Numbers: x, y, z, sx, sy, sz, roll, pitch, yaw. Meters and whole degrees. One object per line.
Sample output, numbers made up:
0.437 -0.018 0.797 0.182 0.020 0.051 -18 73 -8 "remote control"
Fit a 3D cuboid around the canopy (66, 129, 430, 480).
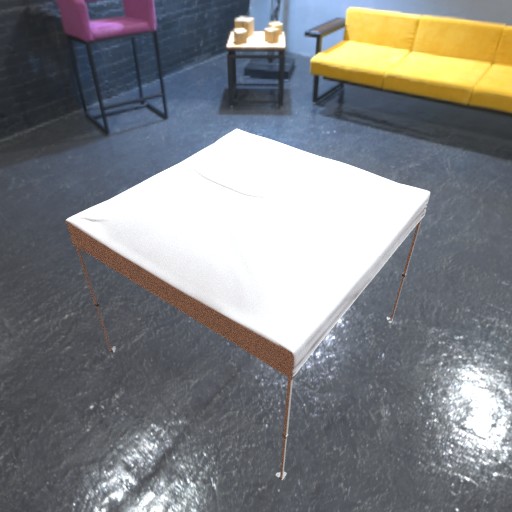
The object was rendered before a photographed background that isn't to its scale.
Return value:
0.000 0.000 5.525 2.998 2.997 2.996 26 46 28 "canopy"
